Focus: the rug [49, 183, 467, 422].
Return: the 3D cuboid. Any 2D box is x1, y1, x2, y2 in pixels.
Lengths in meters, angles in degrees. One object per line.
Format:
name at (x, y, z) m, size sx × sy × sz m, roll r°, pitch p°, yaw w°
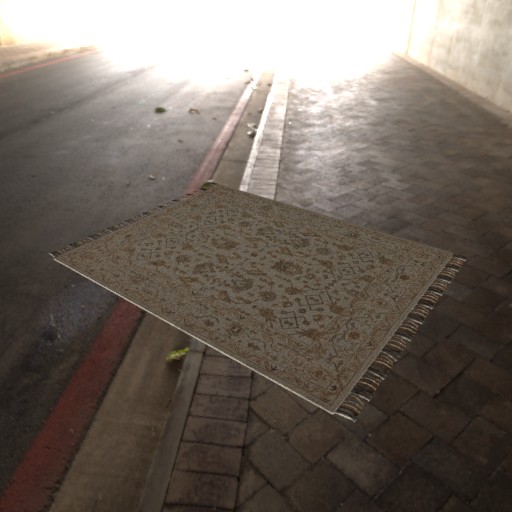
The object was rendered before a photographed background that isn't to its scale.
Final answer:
rug at (0.000, 0.000, 2.252) m, size 1.726 × 0.009 × 1.278 m, roll 21°, pitch 36°, yaw 32°
